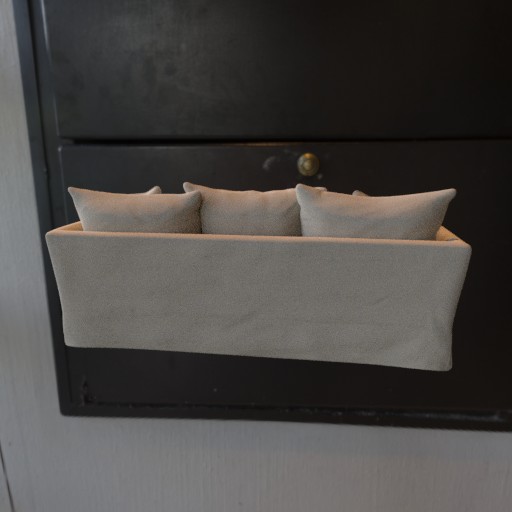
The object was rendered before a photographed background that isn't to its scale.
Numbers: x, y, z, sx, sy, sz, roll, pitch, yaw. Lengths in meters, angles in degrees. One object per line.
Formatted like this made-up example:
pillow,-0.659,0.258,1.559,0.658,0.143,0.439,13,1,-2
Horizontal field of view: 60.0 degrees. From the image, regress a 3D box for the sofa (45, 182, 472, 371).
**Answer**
sofa,0.000,0.000,3.066,2.499,1.047,1.046,2,14,8
